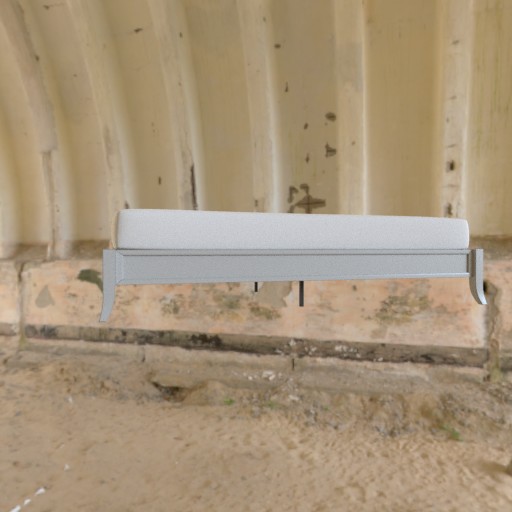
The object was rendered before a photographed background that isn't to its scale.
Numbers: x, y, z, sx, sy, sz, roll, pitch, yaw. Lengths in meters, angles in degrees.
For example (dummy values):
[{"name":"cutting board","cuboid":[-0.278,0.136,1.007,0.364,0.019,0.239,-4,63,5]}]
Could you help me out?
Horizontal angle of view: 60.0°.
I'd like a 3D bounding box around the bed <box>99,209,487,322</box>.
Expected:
[{"name":"bed","cuboid":[0.000,0.000,3.139,2.007,0.510,2.108,0,1,-17]}]
